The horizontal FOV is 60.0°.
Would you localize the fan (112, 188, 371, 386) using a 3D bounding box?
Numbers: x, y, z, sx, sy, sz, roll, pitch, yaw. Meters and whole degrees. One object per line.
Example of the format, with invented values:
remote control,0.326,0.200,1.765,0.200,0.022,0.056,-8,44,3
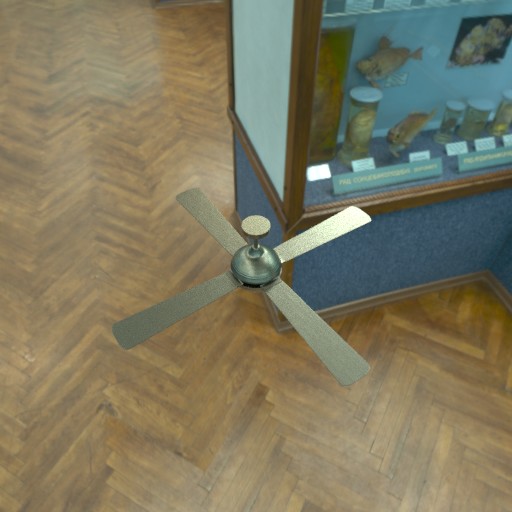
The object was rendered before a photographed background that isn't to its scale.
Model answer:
fan,0.000,0.000,2.013,1.321,0.381,1.321,-10,47,-10
